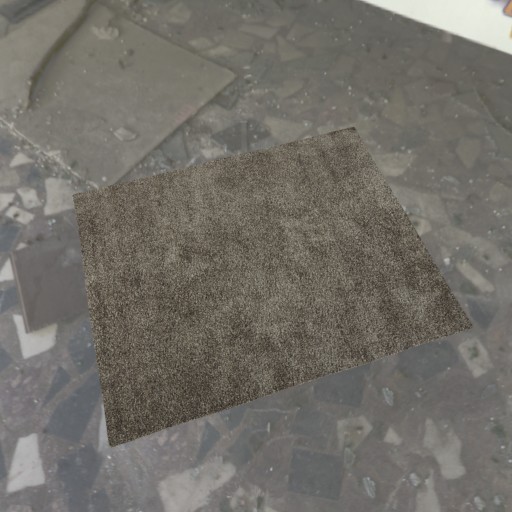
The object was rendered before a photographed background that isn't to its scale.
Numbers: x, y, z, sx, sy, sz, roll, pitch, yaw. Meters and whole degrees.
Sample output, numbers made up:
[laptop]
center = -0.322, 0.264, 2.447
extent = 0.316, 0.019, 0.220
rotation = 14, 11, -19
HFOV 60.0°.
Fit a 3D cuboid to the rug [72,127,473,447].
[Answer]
[rug]
center = 0.000, 0.000, 3.998
extent = 3.000, 0.025, 2.401
rotation = -16, 62, -9
